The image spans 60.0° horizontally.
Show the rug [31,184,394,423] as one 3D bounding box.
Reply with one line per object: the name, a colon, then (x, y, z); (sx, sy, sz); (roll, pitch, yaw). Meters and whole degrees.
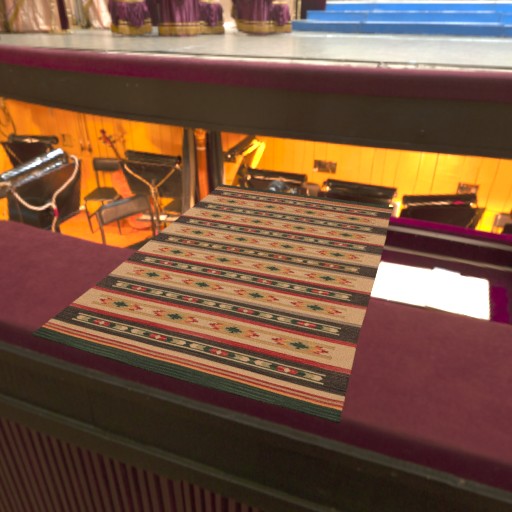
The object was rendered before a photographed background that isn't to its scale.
rug: (0.000, 0.000, 2.297); (1.221, 0.009, 1.825); (10, 31, 18)
